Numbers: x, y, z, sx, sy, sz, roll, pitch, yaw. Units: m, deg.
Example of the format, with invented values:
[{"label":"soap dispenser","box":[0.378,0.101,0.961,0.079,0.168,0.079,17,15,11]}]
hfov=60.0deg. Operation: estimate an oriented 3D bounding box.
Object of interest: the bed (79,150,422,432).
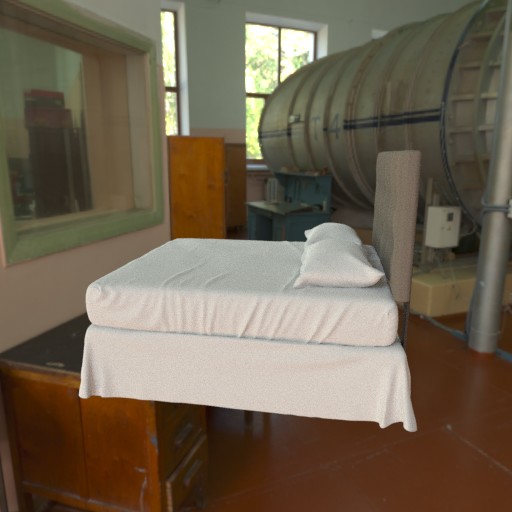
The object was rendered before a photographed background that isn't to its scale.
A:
[{"label":"bed","box":[0.000,0.000,3.427,2.222,1.577,1.936,2,13,10]}]
